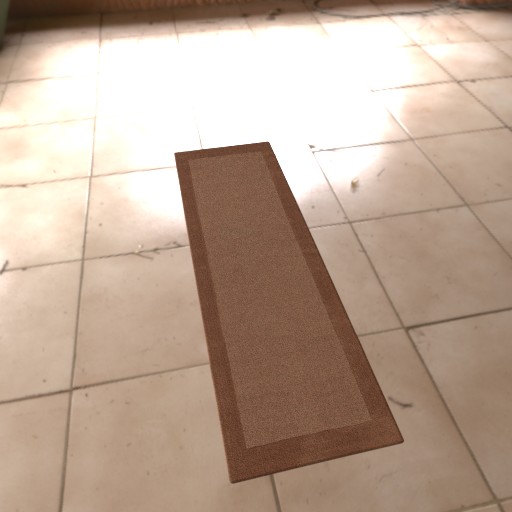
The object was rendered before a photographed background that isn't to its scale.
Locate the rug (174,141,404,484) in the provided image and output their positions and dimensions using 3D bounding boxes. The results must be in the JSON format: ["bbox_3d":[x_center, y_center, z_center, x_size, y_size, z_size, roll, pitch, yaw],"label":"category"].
[{"bbox_3d":[0.000,0.000,2.669,0.764,0.017,2.439,-9,47,-9],"label":"rug"}]
